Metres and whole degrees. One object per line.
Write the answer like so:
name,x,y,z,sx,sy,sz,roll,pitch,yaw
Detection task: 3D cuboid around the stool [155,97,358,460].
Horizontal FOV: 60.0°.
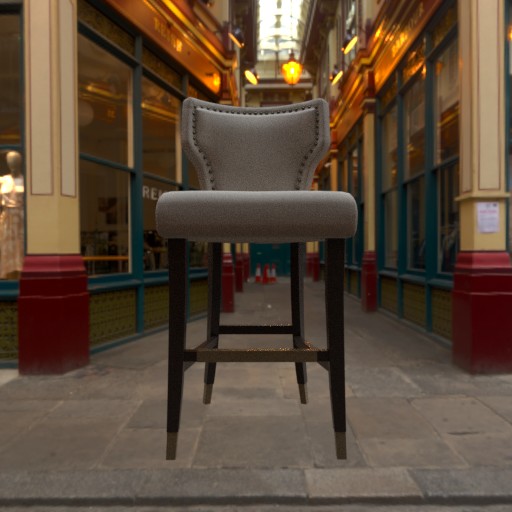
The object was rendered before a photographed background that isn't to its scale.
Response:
stool,0.000,0.000,1.397,0.526,1.092,0.563,0,1,0
